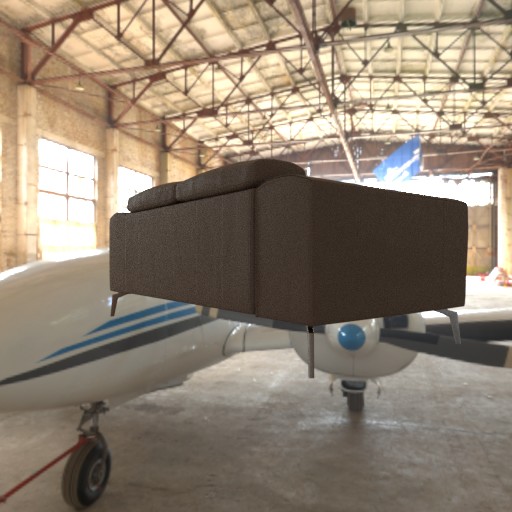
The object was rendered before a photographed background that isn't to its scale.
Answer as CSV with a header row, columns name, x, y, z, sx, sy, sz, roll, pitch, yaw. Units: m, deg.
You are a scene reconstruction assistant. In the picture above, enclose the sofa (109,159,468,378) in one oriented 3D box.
name,x,y,z,sx,sy,sz,roll,pitch,yaw
sofa,0.000,0.000,2.427,1.003,0.779,1.895,0,0,-37
